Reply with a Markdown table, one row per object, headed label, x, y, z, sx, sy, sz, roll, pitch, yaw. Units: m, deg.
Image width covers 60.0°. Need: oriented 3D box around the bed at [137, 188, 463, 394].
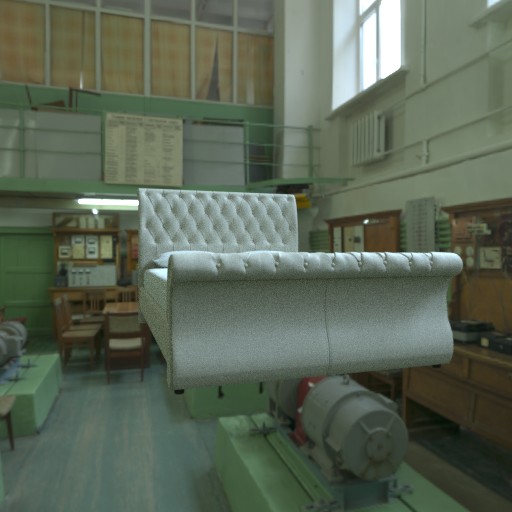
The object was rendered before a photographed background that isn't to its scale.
| label | x | y | z | sx | sy | sz | roll | pitch | yaw |
| --- | --- | --- | --- | --- | --- | --- | --- | --- | --- |
| bed | 0.000 | 0.000 | 3.365 | 1.606 | 1.268 | 2.493 | 0 | 1 | -18 |
